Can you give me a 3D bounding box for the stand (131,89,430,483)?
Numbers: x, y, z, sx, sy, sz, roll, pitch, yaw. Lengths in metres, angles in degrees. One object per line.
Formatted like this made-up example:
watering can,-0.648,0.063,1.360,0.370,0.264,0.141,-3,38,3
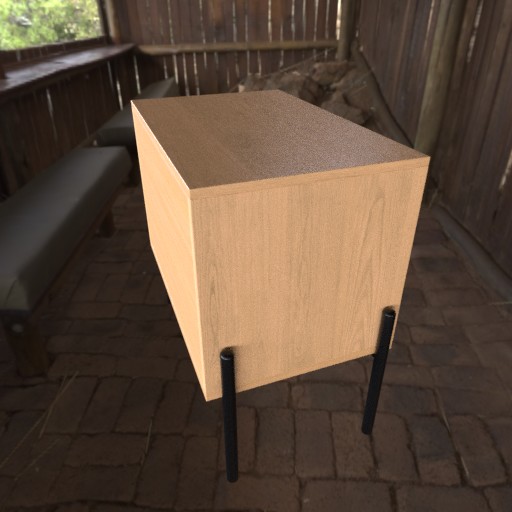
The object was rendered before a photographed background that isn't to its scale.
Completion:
stand,0.000,0.000,1.006,0.400,0.600,0.630,-11,32,-18
